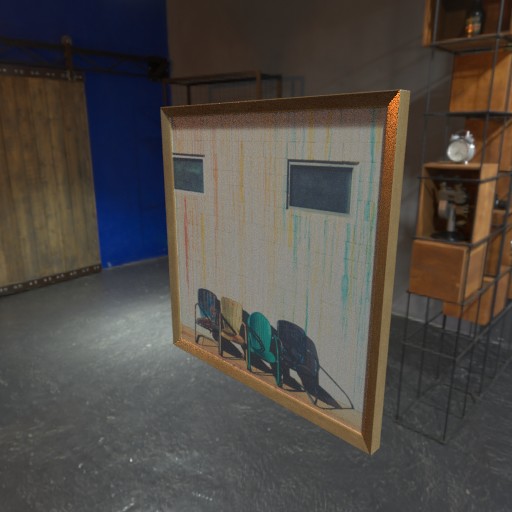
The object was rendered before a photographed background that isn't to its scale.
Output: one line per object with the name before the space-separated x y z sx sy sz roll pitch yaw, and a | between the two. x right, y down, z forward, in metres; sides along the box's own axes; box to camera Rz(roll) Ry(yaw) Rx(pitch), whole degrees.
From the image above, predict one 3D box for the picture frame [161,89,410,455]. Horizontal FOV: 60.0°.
picture frame | 0.000 0.000 1.151 0.037 0.761 0.758 -15 21 -43
